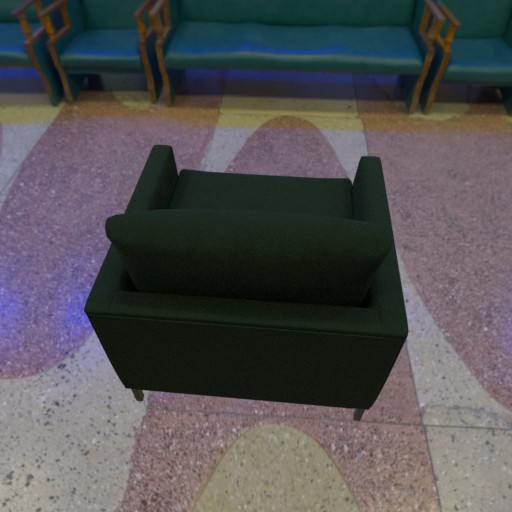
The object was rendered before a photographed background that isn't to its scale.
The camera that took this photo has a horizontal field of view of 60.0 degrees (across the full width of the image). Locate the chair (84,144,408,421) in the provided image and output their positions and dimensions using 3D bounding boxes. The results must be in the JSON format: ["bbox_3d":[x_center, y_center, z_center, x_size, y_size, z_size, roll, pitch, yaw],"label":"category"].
[{"bbox_3d":[0.000,0.000,1.677,0.963,0.861,0.866,4,48,4],"label":"chair"}]
